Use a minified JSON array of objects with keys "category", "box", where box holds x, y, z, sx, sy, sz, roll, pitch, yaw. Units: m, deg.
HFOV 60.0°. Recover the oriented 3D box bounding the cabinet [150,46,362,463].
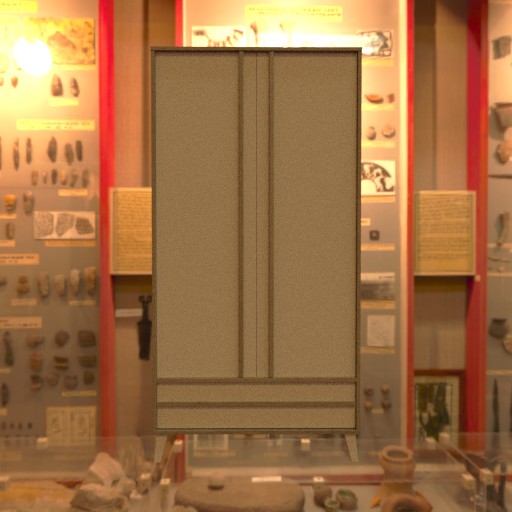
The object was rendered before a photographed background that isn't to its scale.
[{"category":"cabinet","box":[0.000,0.000,2.410,1.006,1.999,0.571,0,1,0]}]
